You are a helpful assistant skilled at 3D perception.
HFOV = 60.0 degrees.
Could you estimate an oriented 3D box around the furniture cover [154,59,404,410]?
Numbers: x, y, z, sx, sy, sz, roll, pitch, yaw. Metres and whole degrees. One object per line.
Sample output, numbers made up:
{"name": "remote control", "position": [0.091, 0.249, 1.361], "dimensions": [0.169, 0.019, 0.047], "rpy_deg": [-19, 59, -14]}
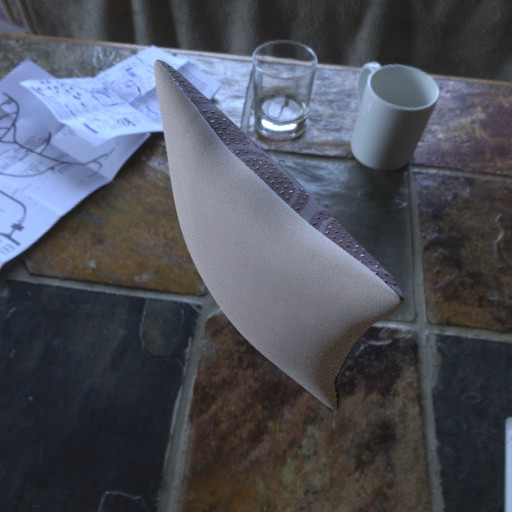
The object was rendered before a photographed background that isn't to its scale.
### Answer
{"name": "furniture cover", "position": [0.000, 0.000, 0.821], "dimensions": [0.193, 0.509, 0.552], "rpy_deg": [-32, 64, -18]}
